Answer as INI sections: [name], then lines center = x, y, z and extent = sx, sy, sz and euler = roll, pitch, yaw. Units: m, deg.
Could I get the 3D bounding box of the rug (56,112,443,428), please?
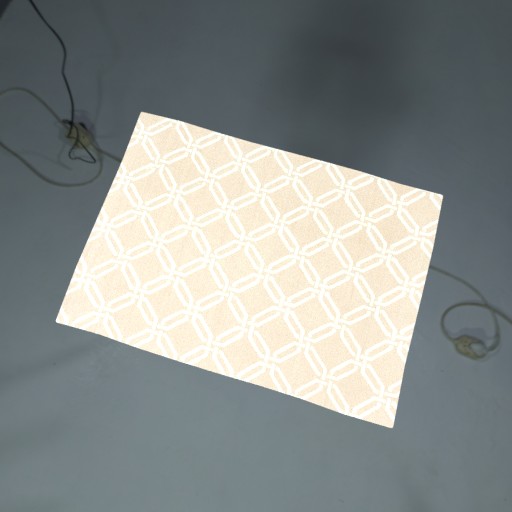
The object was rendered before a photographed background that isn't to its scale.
[rug]
center = 0.000, 0.000, 2.820
extent = 2.135, 0.013, 1.524
euler = 16, 77, 4
